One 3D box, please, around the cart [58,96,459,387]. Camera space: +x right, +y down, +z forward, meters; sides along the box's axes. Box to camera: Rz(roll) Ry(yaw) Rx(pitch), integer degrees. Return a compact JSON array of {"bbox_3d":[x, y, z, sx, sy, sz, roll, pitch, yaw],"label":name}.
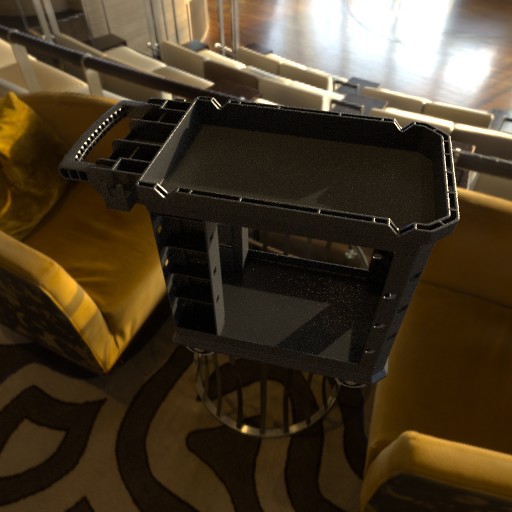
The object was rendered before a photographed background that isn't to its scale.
[{"bbox_3d":[0.000,0.000,1.557,1.061,0.884,0.497,10,47,9],"label":"cart"}]
